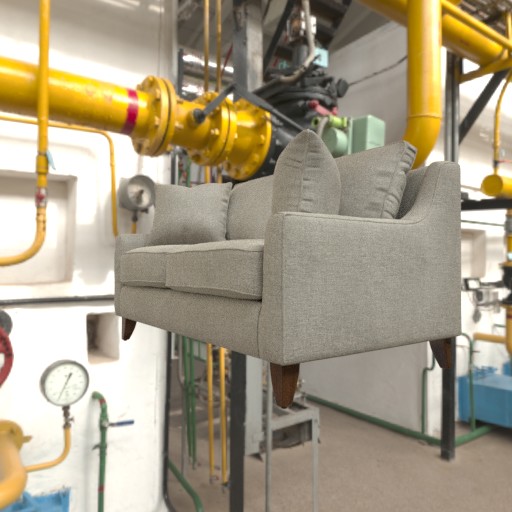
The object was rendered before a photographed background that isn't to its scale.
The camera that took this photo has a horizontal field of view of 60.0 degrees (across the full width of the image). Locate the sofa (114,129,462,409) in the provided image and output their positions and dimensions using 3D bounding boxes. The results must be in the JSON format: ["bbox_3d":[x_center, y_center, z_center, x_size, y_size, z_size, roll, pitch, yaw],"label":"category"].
[{"bbox_3d":[0.000,0.000,1.975,0.915,0.863,1.422,1,-1,-36],"label":"sofa"}]
